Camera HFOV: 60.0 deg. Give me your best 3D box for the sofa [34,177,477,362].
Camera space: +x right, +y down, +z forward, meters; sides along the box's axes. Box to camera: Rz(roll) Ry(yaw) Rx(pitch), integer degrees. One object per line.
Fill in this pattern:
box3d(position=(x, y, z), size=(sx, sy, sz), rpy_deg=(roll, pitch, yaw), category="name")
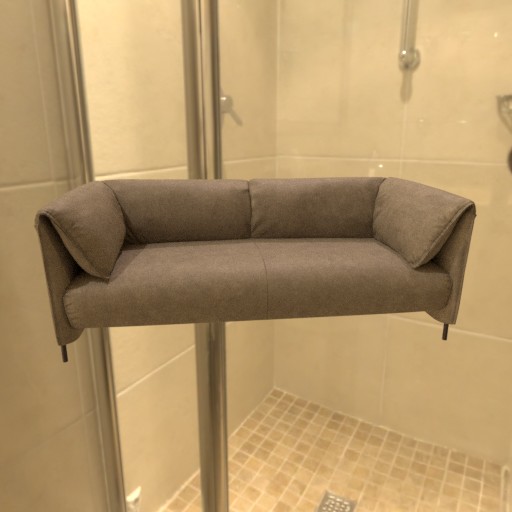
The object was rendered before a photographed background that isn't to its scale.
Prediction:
box3d(position=(0.000, 0.000, 2.327), size=(1.878, 0.747, 0.905), rpy_deg=(-2, 16, -7), category="sofa")
